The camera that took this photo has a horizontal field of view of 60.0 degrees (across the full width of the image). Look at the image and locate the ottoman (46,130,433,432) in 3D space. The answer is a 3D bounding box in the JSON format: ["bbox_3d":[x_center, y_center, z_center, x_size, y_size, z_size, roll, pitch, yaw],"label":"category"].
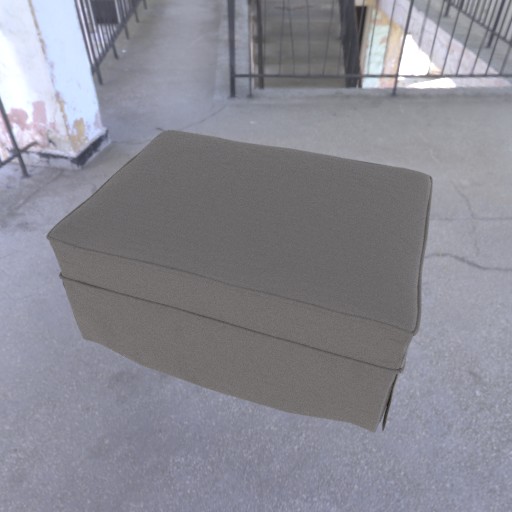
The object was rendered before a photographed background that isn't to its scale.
[{"bbox_3d":[0.000,0.000,1.333,0.944,0.479,0.703,13,43,15],"label":"ottoman"}]
